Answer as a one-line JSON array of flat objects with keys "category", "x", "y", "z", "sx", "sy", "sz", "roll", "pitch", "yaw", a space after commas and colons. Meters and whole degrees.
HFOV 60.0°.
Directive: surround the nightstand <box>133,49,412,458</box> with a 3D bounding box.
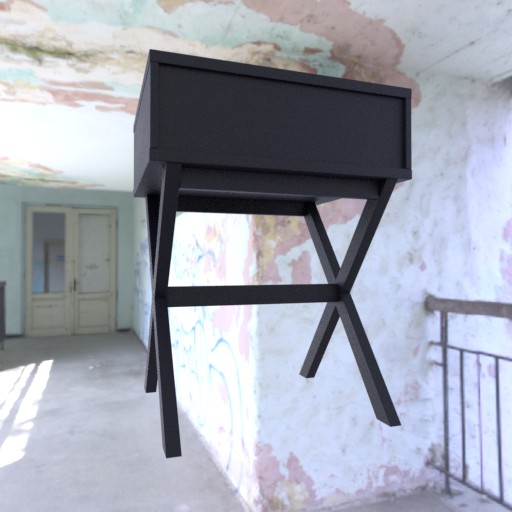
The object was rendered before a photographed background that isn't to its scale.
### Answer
[{"category": "nightstand", "x": 0.000, "y": 0.000, "z": 0.936, "sx": 0.479, "sy": 0.623, "sz": 0.402, "roll": 0, "pitch": -1, "yaw": -19}]
